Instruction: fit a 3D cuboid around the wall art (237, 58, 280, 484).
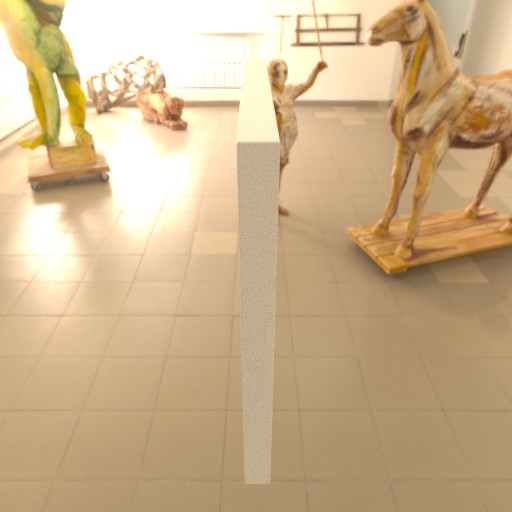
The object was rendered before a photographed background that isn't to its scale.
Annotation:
[{"bbox_3d":[0.000,0.000,0.521,0.028,0.381,0.331,0,32,0],"label":"wall art"}]
